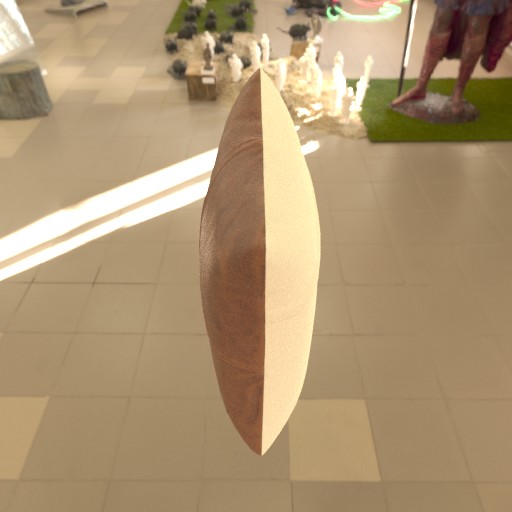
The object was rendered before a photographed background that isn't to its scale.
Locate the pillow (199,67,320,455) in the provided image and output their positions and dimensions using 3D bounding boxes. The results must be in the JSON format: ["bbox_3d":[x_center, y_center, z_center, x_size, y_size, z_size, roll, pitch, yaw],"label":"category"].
[{"bbox_3d":[0.000,0.000,0.740,0.192,0.470,0.484,0,42,0],"label":"pillow"}]
